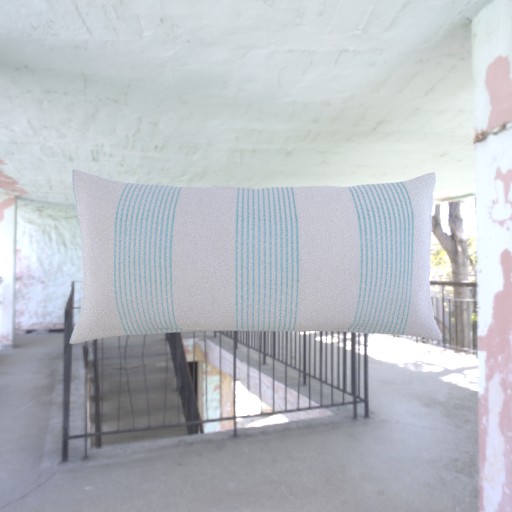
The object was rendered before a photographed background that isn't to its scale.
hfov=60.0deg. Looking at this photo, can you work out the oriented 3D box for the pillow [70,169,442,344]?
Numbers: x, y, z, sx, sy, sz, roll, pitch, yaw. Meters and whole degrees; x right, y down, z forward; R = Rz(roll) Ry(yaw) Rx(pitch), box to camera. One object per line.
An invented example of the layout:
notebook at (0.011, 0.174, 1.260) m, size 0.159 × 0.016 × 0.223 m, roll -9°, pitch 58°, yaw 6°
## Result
pillow at (0.000, 0.000, 0.729) m, size 0.610 × 0.287 × 0.151 m, roll 0°, pitch -1°, yaw 0°
